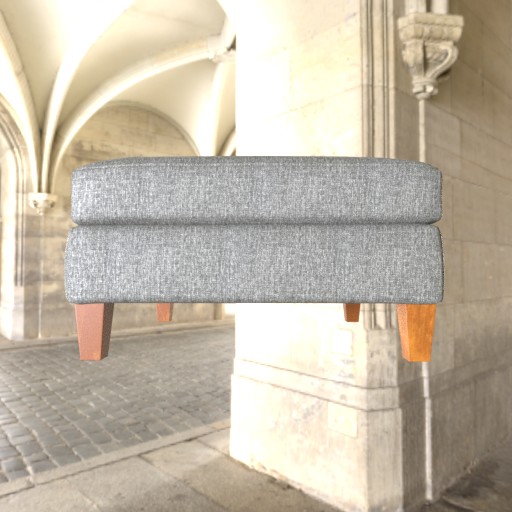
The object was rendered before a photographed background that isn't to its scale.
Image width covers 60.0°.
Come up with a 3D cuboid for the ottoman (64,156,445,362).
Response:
[{"bbox_3d":[0.000,0.000,1.357,0.838,0.481,0.838,0,-2,1],"label":"ottoman"}]
